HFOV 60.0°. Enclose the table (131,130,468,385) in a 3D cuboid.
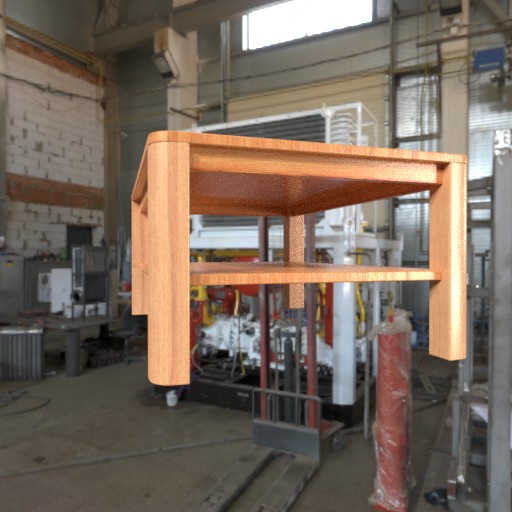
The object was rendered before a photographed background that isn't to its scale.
[{"bbox_3d":[0.000,0.000,1.340,0.696,0.445,0.997,0,1,-18],"label":"table"}]
